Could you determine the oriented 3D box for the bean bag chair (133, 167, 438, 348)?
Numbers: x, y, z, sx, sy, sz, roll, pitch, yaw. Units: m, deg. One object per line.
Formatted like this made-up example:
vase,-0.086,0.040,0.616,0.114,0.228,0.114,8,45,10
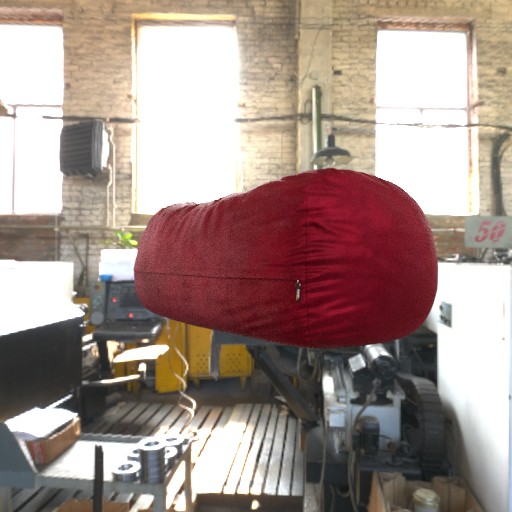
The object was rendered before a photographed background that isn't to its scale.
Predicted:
bean bag chair,0.000,0.000,2.858,1.216,0.867,2.293,0,0,-36
